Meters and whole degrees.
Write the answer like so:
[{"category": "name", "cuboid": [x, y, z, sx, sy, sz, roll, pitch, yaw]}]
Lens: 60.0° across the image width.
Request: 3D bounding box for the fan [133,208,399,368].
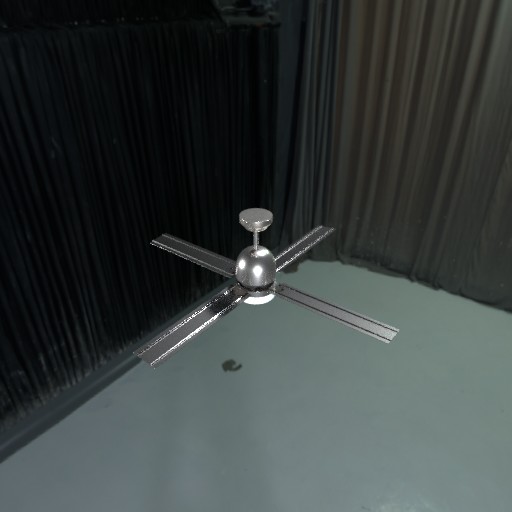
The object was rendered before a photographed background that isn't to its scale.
[{"category": "fan", "cuboid": [0.000, 0.000, 2.003, 1.346, 0.406, 1.346, 20, 36, 30]}]
